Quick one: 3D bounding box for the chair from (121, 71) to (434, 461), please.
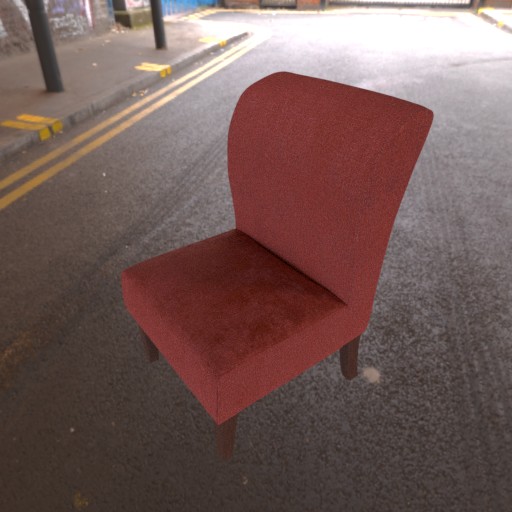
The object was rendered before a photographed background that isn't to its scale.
[{"bbox_3d":[0.000,0.000,1.248,0.640,0.846,0.538,-22,39,-30],"label":"chair"}]
